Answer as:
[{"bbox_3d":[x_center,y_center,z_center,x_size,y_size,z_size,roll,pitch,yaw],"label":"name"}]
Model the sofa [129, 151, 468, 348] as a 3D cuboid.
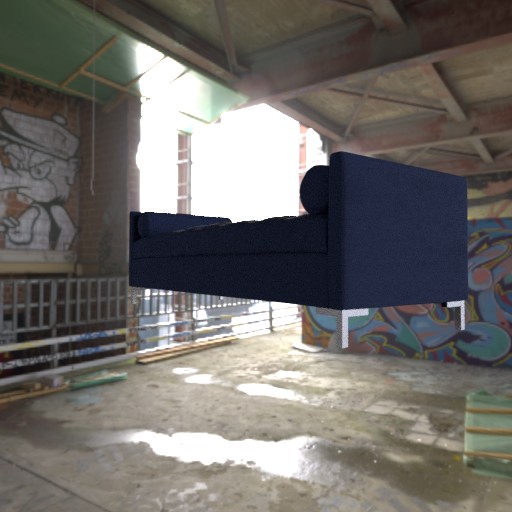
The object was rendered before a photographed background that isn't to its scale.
[{"bbox_3d":[0.000,0.000,2.522,0.797,0.657,2.102,1,-1,-35],"label":"sofa"}]
